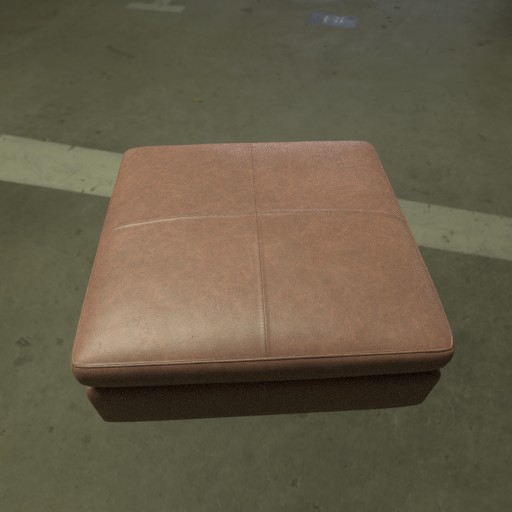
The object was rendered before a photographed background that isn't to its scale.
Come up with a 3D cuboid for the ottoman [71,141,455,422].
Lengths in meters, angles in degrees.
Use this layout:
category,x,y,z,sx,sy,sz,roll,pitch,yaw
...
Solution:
category,x,y,z,sx,sy,sz,roll,pitch,yaw
ottoman,0.000,0.000,1.781,1.168,0.490,1.168,-2,47,-2
